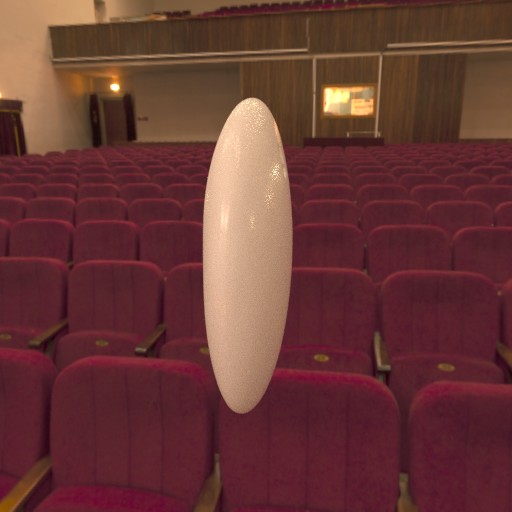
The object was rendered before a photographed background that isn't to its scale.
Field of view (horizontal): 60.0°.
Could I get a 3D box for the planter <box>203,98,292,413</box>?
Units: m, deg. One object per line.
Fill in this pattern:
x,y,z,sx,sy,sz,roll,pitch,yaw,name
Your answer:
0.000,0.000,0.279,0.043,0.188,0.185,2,14,10,planter
